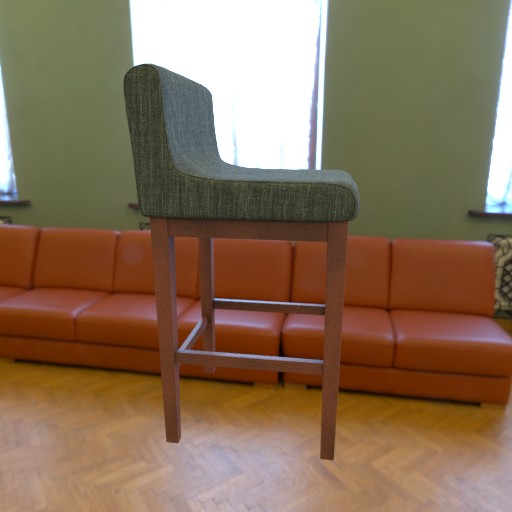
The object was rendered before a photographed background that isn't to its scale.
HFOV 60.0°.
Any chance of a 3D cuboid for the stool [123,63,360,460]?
[{"bbox_3d":[0.000,0.000,1.082,0.459,0.835,0.395,2,15,9],"label":"stool"}]
